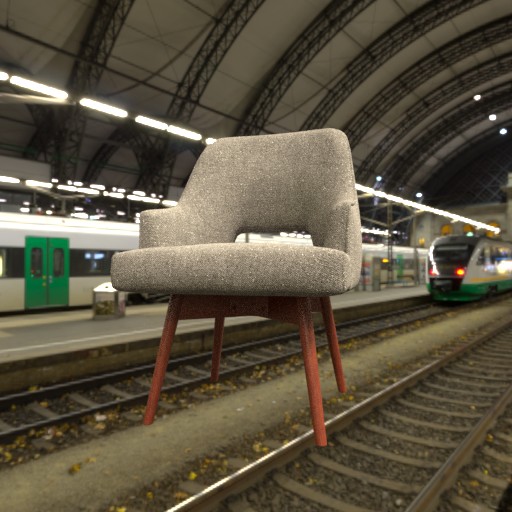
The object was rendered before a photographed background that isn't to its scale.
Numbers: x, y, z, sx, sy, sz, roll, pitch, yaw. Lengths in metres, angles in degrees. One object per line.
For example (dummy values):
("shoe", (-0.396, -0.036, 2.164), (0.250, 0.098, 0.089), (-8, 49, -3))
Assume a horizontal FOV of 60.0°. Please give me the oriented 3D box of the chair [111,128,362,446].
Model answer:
("chair", (0.000, 0.000, 1.299), (0.608, 0.875, 0.629), (0, -1, 17))
